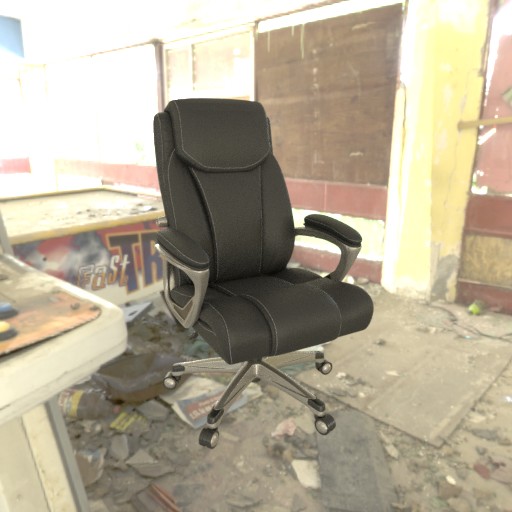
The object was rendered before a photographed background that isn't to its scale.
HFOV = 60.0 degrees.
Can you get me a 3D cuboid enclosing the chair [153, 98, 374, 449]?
[{"bbox_3d":[0.000,0.000,1.683,0.741,1.167,0.784,-8,17,-27],"label":"chair"}]
